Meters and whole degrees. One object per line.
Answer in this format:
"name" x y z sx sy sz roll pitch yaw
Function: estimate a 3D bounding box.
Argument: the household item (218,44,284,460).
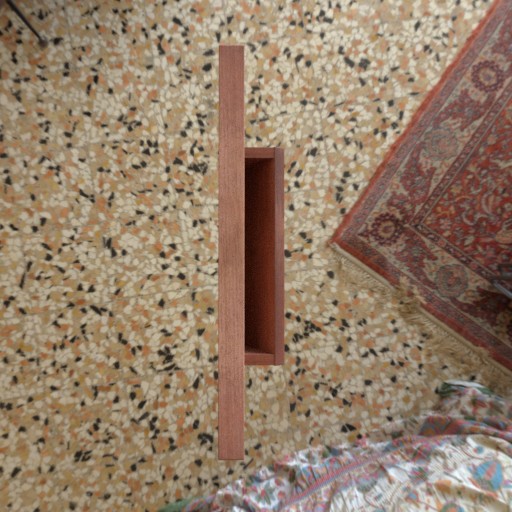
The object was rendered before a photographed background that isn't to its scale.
"household item" 0.000 0.000 0.533 0.067 0.407 0.310 0 89 -2
